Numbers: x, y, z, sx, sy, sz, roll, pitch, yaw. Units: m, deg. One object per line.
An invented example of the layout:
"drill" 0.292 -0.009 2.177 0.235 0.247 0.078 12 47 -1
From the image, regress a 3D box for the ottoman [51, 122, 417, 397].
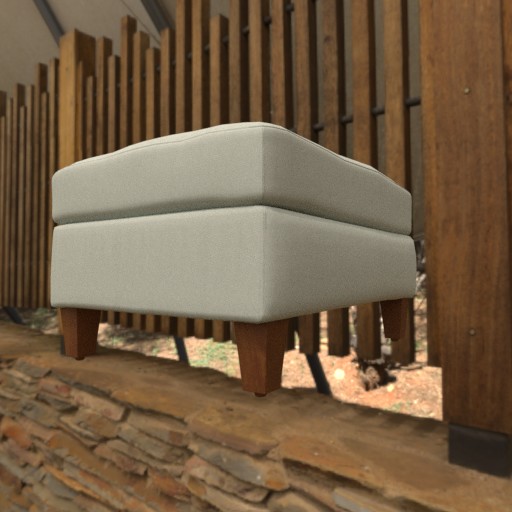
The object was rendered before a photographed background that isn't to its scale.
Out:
"ottoman" 0.000 0.000 1.179 0.634 0.496 0.818 -1 -2 35
